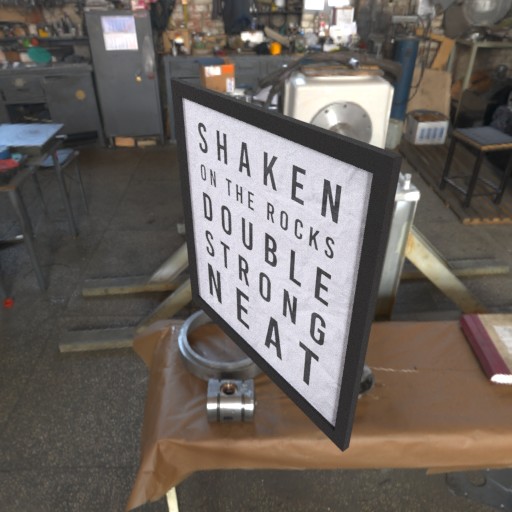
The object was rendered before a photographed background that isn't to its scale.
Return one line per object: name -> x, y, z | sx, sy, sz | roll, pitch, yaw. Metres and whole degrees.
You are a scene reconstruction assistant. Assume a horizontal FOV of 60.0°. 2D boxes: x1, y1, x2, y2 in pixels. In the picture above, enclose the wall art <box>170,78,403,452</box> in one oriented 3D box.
wall art -> 0.000, 0.000, 0.698 | 0.013, 0.458, 0.456 | -22, 38, -30
